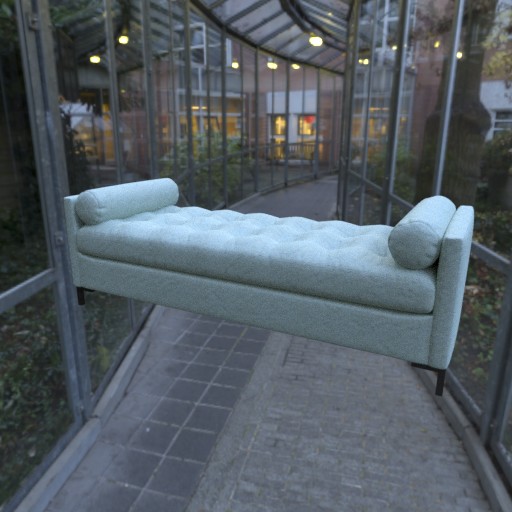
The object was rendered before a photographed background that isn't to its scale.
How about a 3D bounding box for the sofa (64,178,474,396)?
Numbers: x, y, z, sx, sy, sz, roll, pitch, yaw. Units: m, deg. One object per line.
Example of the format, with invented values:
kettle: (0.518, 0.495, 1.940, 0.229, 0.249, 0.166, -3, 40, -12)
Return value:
sofa: (0.000, 0.000, 2.445, 2.102, 0.705, 0.796, 8, 18, 26)
